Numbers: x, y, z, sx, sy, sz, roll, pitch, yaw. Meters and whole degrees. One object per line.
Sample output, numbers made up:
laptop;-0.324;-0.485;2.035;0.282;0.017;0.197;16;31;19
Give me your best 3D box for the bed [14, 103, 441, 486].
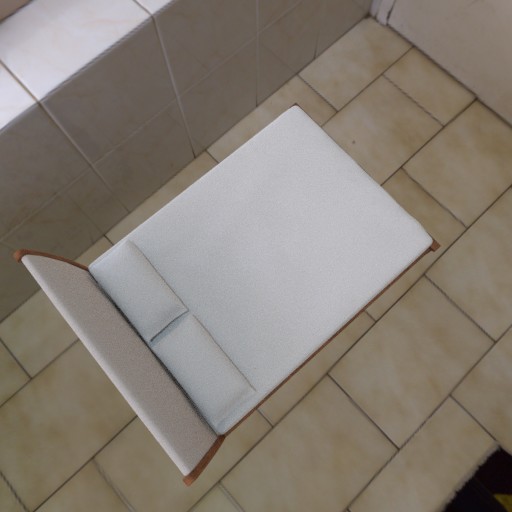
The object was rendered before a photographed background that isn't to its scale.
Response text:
bed;0.000;0.000;2.875;2.108;1.135;1.502;-40;79;-9
